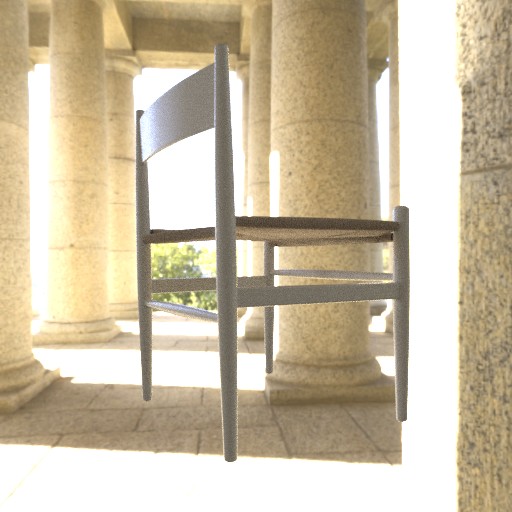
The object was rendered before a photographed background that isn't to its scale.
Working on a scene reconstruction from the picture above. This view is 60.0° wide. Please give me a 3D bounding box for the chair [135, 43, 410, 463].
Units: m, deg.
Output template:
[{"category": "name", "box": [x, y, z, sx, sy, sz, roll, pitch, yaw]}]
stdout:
[{"category": "chair", "box": [0.000, 0.000, 1.105, 0.495, 0.762, 0.556, 0, -1, -34]}]
